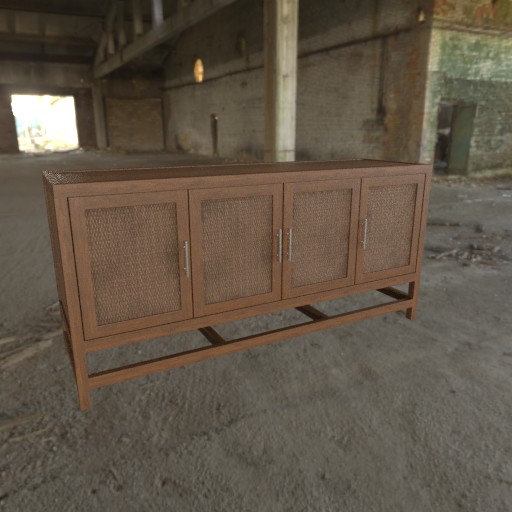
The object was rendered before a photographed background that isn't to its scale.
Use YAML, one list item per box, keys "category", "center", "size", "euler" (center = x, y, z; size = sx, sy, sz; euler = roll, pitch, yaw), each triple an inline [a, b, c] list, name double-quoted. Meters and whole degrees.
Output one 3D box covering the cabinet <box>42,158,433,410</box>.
- category: "cabinet"
  center: [0.000, 0.000, 2.093]
  size: [1.708, 0.820, 0.522]
  euler: [-9, 18, -27]
